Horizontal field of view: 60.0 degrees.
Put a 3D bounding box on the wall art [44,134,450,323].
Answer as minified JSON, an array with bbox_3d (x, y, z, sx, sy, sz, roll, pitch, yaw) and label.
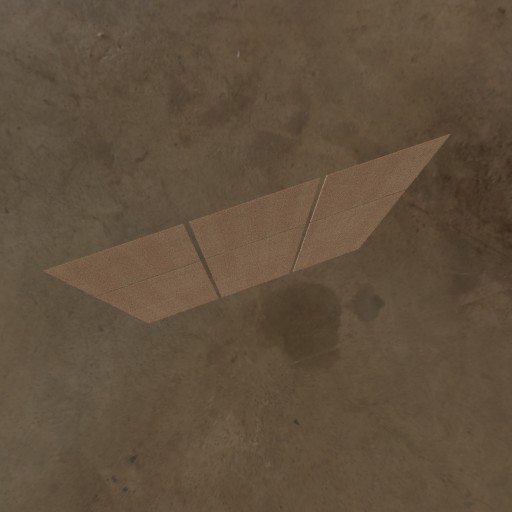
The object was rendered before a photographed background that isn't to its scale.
[{"bbox_3d":[0.000,0.000,2.284,1.517,1.505,0.002,-19,76,-5],"label":"wall art"}]
